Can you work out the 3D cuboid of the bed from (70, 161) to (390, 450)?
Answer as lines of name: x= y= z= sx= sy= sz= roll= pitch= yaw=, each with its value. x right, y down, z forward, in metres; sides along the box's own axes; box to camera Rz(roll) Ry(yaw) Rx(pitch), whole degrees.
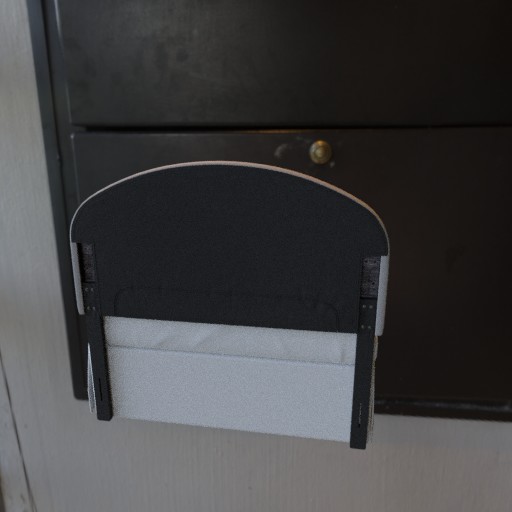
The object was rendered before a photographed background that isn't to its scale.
bed: x=0.000 y=0.000 z=3.089 sx=1.607 sy=1.410 sz=2.005 roll=3 pitch=16 yaw=9
